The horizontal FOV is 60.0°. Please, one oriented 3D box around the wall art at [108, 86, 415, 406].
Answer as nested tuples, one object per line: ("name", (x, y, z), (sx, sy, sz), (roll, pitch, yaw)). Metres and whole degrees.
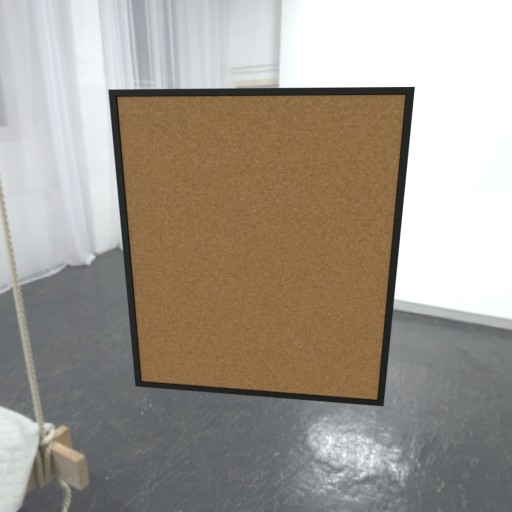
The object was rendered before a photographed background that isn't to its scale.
("wall art", (0.000, 0.000, 0.538), (0.330, 0.381, 0.019), (2, 17, 7))
